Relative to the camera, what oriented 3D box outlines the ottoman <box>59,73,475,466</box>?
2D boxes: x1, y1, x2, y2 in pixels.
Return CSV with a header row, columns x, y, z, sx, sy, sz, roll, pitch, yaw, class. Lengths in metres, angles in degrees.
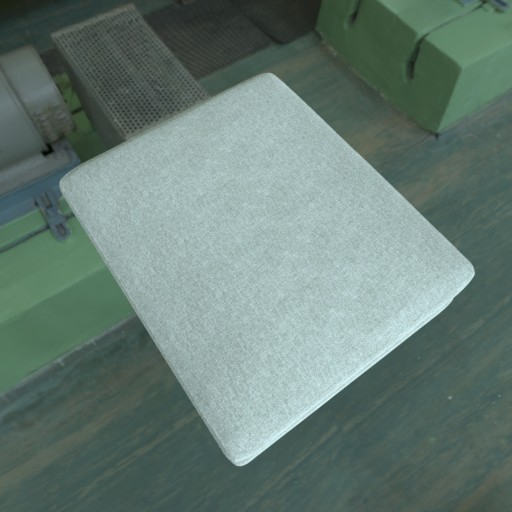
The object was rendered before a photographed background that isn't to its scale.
x,y,z,sx,sy,sz,roll,pitch,yaw,class
0.000,0.000,1.224,0.693,0.474,0.821,-32,68,-15,ottoman
